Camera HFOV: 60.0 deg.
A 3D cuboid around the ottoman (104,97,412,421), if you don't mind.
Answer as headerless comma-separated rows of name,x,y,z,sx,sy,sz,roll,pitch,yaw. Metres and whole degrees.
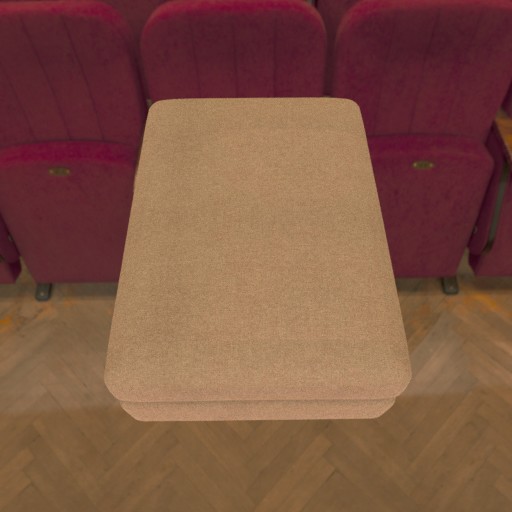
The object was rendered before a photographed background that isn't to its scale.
ottoman,0.000,0.000,1.207,0.610,0.478,0.823,-1,58,0
